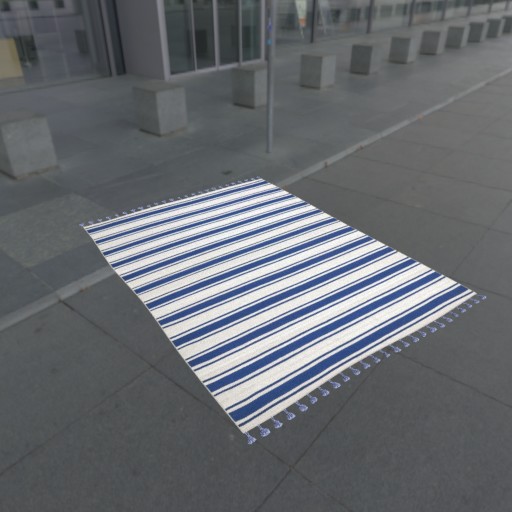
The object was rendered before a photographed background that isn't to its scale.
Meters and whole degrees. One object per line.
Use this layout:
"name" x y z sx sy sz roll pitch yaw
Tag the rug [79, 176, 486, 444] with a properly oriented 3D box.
"rug" 0.000 0.000 4.374 2.471 0.016 3.416 -20 37 -29
